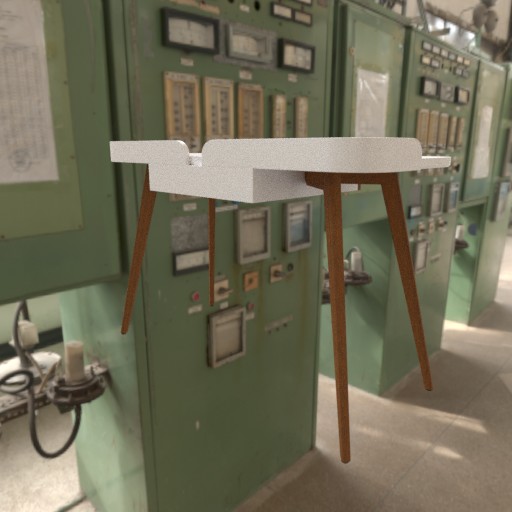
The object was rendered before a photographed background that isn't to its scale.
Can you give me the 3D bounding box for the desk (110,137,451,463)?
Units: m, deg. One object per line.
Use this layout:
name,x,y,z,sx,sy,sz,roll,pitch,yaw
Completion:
desk,0.000,0.000,1.604,0.534,0.807,1.206,-13,19,-43
